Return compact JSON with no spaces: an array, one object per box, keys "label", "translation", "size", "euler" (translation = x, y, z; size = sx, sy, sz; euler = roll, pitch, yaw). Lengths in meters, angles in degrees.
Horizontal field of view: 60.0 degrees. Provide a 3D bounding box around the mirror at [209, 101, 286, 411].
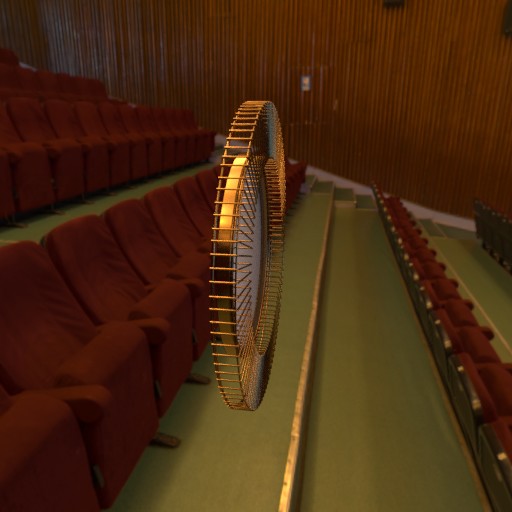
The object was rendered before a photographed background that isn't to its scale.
[{"label":"mirror","translation":[0.000,0.000,1.066],"size":[0.067,0.703,0.703],"euler":[3,17,10]}]
